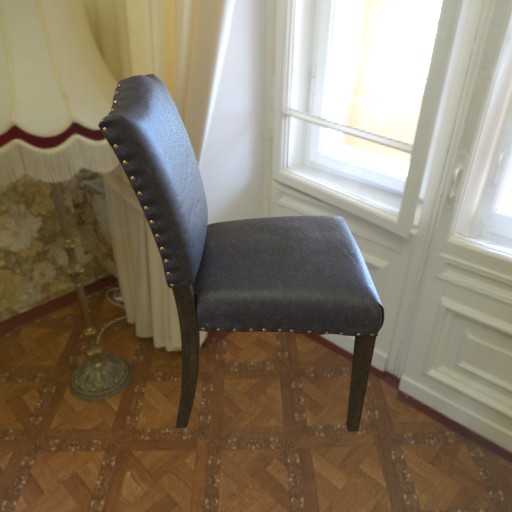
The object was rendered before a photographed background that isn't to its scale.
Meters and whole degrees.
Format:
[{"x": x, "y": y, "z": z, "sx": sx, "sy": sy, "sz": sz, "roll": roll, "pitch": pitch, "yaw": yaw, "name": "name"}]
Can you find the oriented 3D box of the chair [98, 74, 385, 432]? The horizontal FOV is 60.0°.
[{"x": 0.000, "y": 0.000, "z": 1.289, "sx": 0.633, "sy": 0.991, "sz": 0.500, "roll": -1, "pitch": 33, "yaw": -2, "name": "chair"}]
